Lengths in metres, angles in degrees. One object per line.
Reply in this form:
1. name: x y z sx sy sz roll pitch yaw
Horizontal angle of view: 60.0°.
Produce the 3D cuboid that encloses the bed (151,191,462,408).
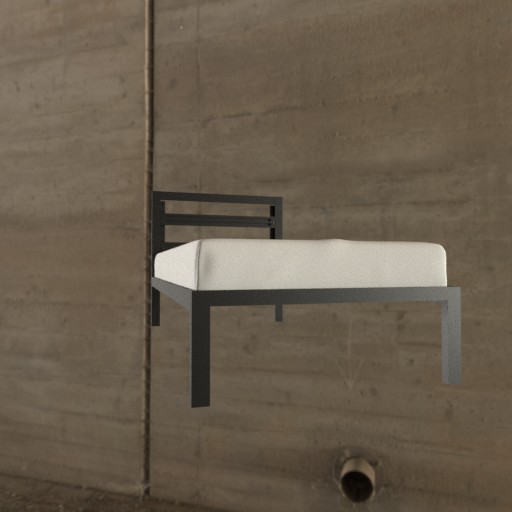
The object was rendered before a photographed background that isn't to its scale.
1. bed: 0.000 0.000 2.417 0.991 0.967 1.930 0 -1 -17
